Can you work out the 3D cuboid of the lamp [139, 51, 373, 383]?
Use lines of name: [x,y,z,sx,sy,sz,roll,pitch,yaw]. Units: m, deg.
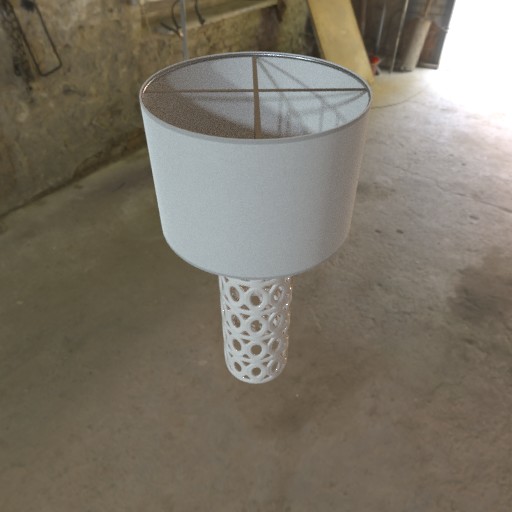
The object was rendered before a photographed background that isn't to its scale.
lamp: [0.000,0.000,0.838,0.324,0.636,0.325,-1,41,-1]
